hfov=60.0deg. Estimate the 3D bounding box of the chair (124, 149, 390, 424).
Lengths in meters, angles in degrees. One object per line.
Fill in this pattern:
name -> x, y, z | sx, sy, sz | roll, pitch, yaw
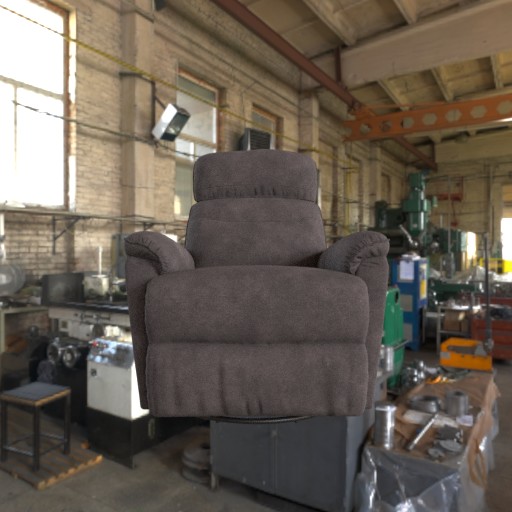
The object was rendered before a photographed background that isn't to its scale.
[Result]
chair -> 0.000, 0.000, 1.756 | 0.830, 1.035, 1.009 | 0, 0, 0
